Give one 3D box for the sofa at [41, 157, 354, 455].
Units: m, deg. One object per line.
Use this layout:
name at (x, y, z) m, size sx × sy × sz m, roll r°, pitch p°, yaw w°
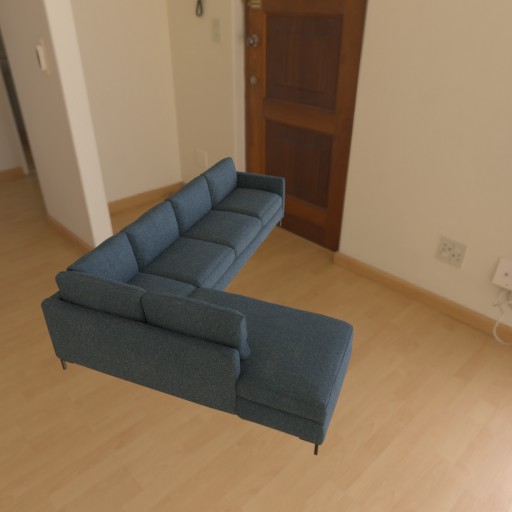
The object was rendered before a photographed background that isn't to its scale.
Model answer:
sofa at (0.000, 0.000, 3.924) m, size 2.007 × 0.815 × 2.949 m, roll 11°, pitch 32°, yaw 18°
